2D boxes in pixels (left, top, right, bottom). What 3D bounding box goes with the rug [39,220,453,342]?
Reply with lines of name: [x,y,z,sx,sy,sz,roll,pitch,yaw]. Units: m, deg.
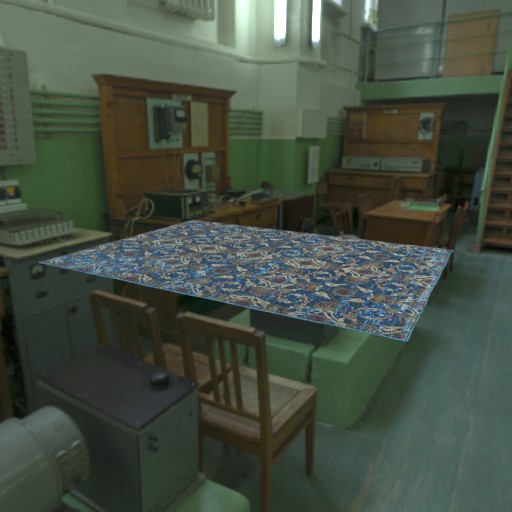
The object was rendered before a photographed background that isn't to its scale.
rug: [0.000,0.000,4.295,3.291,0.013,2.337,9,18,28]
